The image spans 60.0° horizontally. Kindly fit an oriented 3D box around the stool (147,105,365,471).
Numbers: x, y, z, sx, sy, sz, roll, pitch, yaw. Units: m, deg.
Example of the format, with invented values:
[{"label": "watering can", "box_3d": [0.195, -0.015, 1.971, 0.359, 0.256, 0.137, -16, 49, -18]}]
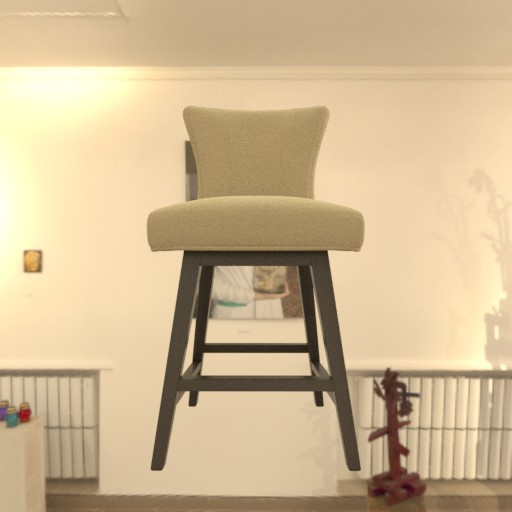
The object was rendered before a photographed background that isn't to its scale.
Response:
[{"label": "stool", "box_3d": [0.000, 0.000, 1.298, 0.514, 1.000, 0.574, 0, 2, 0]}]
